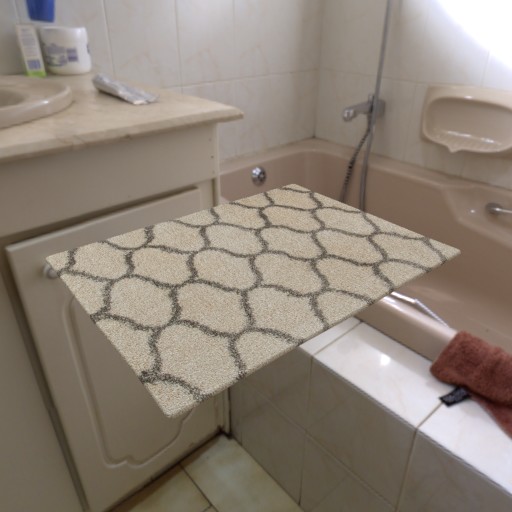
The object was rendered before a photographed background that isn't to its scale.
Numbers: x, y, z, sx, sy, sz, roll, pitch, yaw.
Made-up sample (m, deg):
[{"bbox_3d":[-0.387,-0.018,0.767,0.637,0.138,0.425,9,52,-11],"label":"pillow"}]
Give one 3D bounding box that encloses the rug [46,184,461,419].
[{"bbox_3d":[0.000,0.000,2.122,1.600,0.025,1.200,-21,36,-33],"label":"rug"}]
